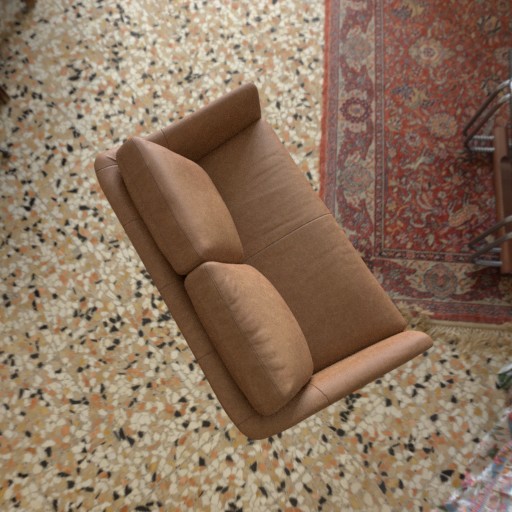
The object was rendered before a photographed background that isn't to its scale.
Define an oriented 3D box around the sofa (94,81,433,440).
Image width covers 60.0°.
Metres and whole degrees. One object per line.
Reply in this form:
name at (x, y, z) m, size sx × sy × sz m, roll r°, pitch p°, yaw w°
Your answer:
sofa at (0.000, 0.000, 2.247) m, size 0.960 × 0.902 × 1.619 m, roll -30°, pitch 77°, yaw -8°
